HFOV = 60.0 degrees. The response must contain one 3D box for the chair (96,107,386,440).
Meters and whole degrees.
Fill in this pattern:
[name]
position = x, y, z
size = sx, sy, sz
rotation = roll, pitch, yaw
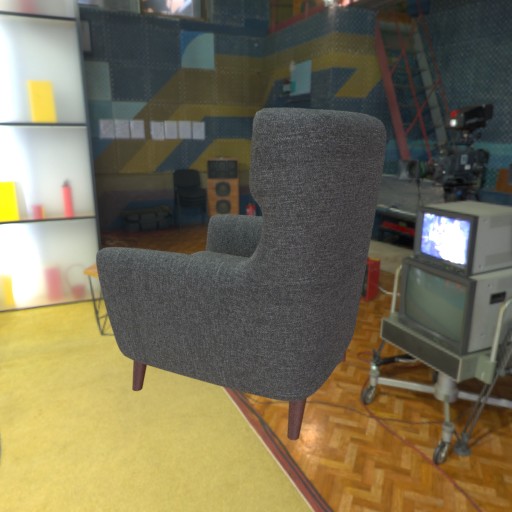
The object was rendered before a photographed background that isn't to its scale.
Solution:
[chair]
position = 0.000, 0.000, 1.755
size = 0.904, 1.063, 0.878
rotation = 7, 17, 25
